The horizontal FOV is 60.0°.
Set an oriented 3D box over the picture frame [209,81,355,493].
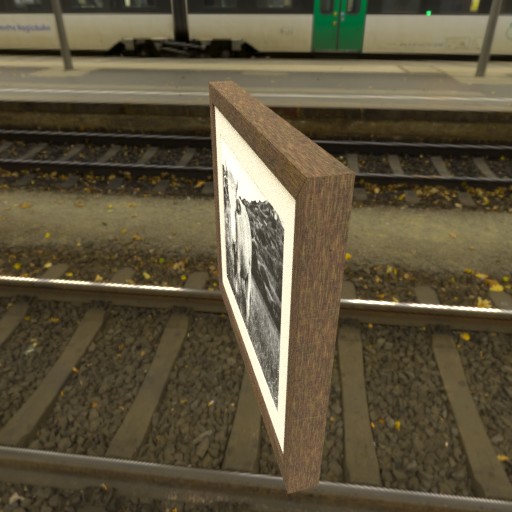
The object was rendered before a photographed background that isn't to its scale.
[{"bbox_3d":[0.000,0.000,0.520,0.033,0.330,0.378,-7,31,-13],"label":"picture frame"}]
